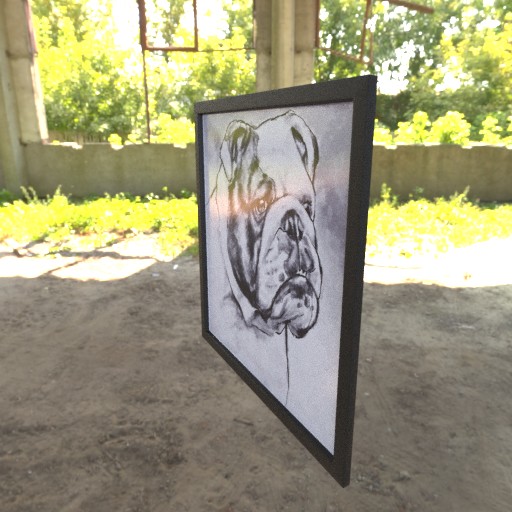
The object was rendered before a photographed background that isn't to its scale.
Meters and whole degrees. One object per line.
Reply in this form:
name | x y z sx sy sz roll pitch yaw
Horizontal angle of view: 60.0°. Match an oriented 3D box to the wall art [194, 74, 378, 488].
wall art | 0.000 0.000 0.952 0.016 0.659 0.663 -8 18 -27
